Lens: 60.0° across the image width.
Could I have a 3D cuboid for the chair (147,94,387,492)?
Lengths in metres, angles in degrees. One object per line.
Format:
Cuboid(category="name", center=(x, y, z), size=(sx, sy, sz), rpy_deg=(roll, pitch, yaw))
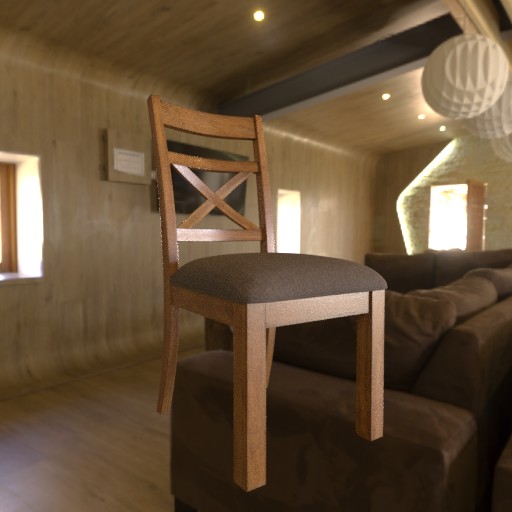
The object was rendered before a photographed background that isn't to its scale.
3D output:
Cuboid(category="chair", center=(0.000, 0.000, 1.247), size=(0.470, 0.949, 0.581), rpy_deg=(-2, 3, -36))
